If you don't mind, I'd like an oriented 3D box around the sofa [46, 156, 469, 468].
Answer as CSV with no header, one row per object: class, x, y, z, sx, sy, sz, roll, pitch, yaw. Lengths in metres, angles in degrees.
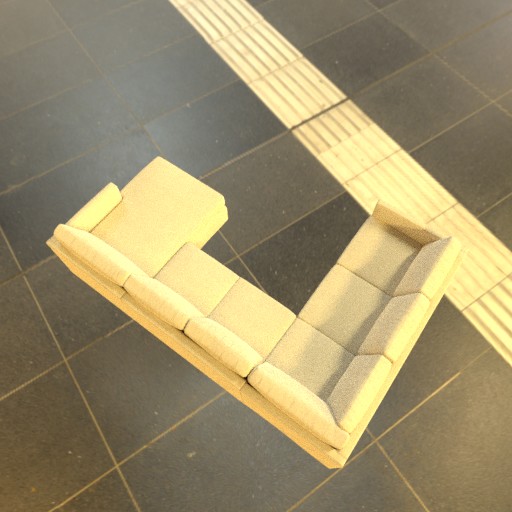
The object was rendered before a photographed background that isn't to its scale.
sofa,0.000,0.000,4.598,3.460,0.882,2.427,33,68,15
